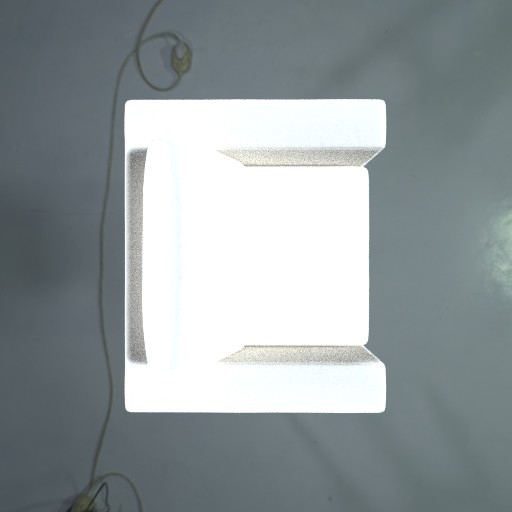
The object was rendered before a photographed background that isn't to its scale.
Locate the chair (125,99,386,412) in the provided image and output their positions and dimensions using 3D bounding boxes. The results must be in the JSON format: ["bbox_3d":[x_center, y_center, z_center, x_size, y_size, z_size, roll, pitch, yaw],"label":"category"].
[{"bbox_3d":[0.000,0.000,1.776,0.957,0.878,1.150,0,90,0],"label":"chair"}]
